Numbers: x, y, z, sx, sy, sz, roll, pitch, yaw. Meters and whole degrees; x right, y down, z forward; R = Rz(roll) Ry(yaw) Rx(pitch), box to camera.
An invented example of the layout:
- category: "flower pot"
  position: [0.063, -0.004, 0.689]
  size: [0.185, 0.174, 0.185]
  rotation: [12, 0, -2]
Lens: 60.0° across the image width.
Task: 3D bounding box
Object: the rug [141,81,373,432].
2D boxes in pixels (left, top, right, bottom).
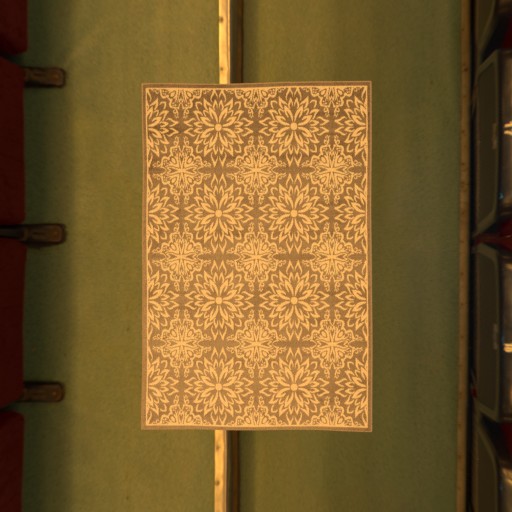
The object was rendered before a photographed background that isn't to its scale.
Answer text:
- category: "rug"
  position: [0.000, 0.000, 2.346]
  size: [1.224, 0.012, 1.847]
  rotation: [0, 90, 1]
